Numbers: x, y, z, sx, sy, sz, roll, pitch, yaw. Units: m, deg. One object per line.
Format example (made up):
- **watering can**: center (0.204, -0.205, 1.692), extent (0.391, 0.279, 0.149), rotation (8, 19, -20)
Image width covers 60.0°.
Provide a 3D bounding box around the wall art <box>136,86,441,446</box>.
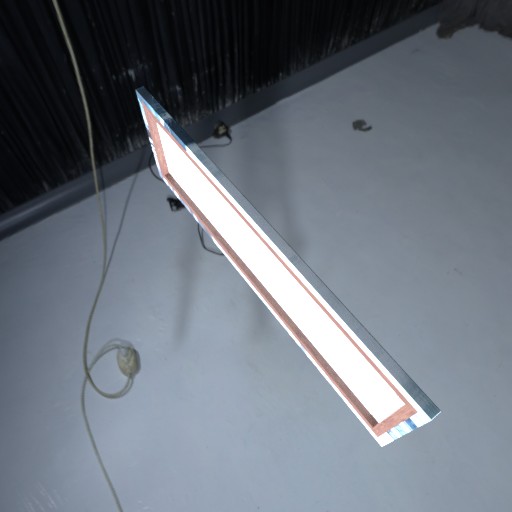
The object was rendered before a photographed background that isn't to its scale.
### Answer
- **wall art**: center (0.000, 0.000, 1.641), extent (0.037, 0.509, 1.524), rotation (-33, 65, -17)
